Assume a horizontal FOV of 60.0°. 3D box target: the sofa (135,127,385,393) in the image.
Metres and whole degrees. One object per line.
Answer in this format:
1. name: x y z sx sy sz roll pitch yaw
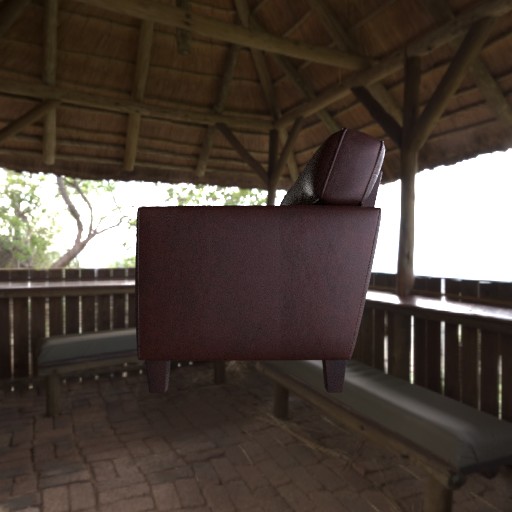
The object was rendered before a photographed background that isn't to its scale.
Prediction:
1. sofa: 0.000 0.000 2.406 0.912 0.928 1.876 0 1 -1
